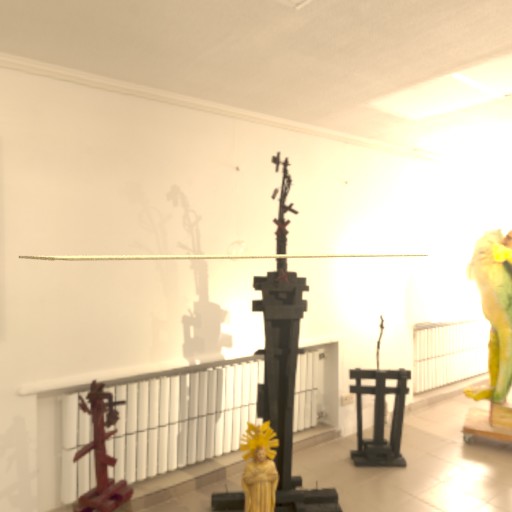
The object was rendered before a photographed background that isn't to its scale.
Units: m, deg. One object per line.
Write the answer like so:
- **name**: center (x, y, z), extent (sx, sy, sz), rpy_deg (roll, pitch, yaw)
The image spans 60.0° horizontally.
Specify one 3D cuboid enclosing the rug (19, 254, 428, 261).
- **rug**: center (0.000, 0.000, 2.787), extent (2.544, 0.015, 0.795), rpy_deg (0, 1, -37)
